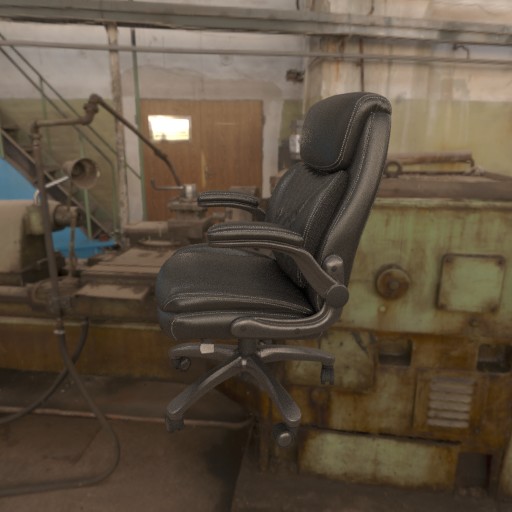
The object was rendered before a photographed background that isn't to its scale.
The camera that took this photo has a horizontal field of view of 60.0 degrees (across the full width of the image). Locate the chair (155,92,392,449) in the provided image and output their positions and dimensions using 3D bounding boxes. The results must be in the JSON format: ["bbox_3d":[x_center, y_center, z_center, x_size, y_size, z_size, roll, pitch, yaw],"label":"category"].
[{"bbox_3d":[0.000,0.000,1.604,0.724,1.110,0.782,-3,16,-9],"label":"chair"}]
